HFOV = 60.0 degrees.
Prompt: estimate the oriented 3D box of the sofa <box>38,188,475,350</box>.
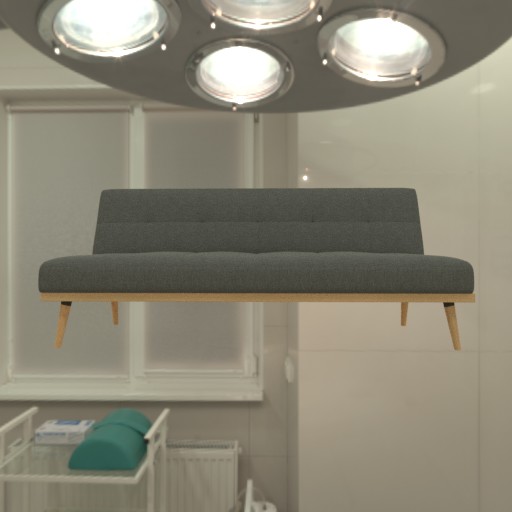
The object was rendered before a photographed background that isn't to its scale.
[{"bbox_3d":[0.000,0.000,2.215,1.820,0.770,0.820,0,0,1],"label":"sofa"}]
